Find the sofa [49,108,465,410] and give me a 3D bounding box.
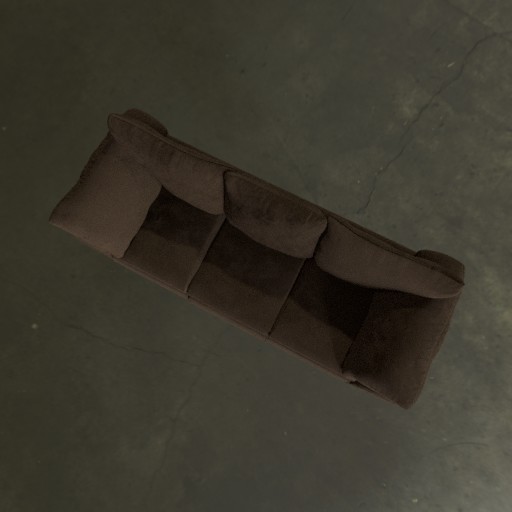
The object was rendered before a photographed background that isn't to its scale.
[{"bbox_3d":[0.000,0.000,2.804,2.336,1.015,0.878,27,77,7],"label":"sofa"}]
